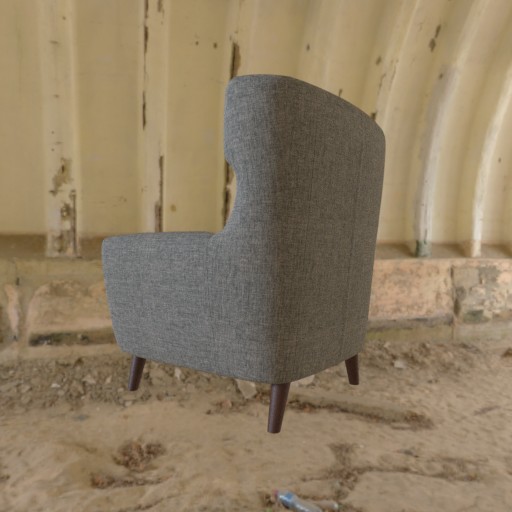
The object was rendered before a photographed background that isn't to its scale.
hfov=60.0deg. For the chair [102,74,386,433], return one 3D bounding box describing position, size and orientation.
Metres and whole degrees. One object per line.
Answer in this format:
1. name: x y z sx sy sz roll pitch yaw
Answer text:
1. chair: 0.000 0.000 1.765 0.904 1.063 0.878 1 1 36
